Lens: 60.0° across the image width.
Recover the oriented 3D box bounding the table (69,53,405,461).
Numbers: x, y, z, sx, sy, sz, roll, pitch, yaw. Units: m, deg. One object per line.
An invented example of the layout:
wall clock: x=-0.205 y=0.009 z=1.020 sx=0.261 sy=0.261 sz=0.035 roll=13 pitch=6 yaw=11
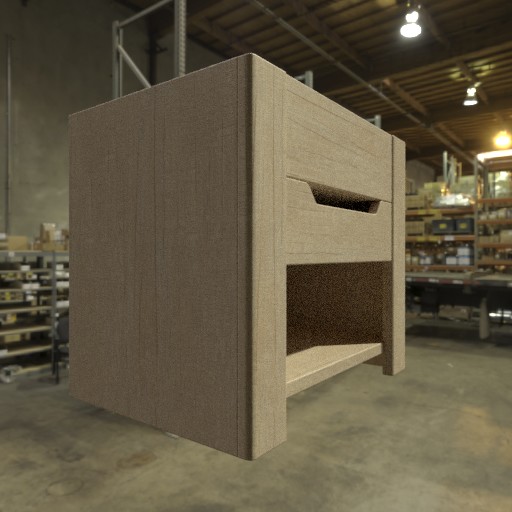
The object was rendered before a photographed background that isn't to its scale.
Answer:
table: x=0.000 y=0.000 z=0.902 sx=0.420 sy=0.510 sz=0.570 roll=0 pitch=0 yaw=37
